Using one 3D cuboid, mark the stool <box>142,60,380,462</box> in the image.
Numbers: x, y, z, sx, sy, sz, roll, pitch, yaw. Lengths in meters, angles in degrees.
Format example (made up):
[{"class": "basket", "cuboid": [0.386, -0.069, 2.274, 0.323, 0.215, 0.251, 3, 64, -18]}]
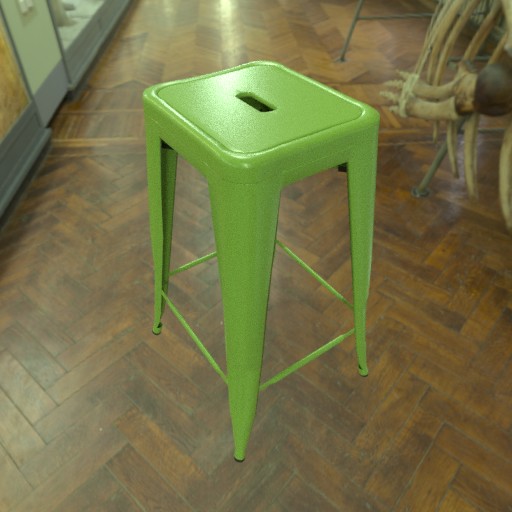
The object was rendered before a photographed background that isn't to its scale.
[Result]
[{"class": "stool", "cuboid": [0.000, 0.000, 0.846, 0.358, 0.609, 0.398, -25, 47, -25]}]
